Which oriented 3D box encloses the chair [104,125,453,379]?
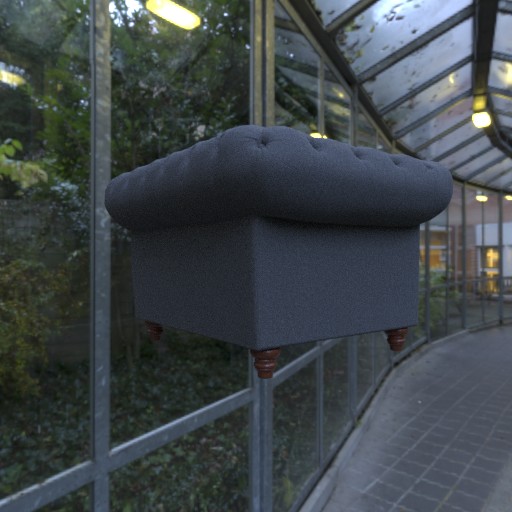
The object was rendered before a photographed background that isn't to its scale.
[{"bbox_3d":[0.000,0.000,1.888,0.976,0.770,1.270,0,-1,-37],"label":"chair"}]
